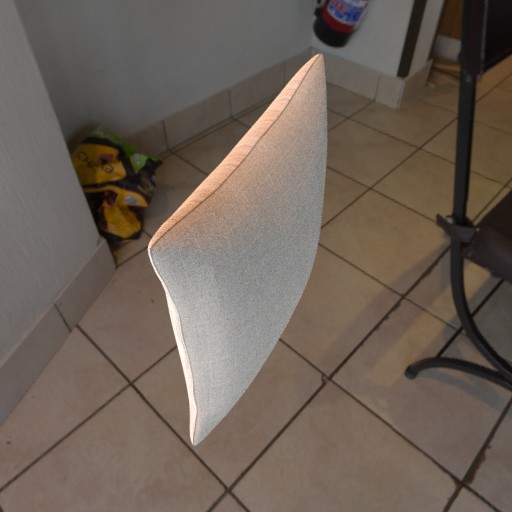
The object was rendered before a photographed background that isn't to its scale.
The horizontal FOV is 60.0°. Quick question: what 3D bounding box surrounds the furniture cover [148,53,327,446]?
[{"bbox_3d":[0.000,0.000,0.767,0.178,0.506,0.512,19,50,17],"label":"furniture cover"}]
